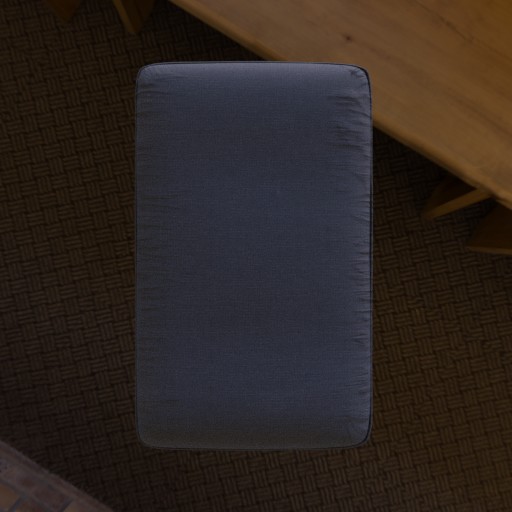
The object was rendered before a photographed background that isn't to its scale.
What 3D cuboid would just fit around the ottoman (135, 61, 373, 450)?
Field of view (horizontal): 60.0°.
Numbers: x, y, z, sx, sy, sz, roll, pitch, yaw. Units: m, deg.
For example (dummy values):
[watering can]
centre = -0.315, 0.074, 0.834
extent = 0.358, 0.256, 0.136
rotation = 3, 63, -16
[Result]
[ottoman]
centre = 0.000, 0.000, 1.175
extent = 0.570, 0.438, 0.885
rotation = 0, 90, 0
